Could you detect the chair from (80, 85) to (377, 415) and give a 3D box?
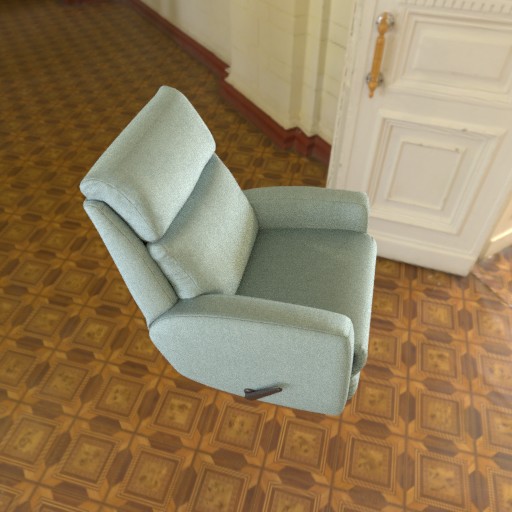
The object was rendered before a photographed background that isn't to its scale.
[{"bbox_3d":[0.000,0.000,1.698,0.940,1.013,0.812,10,47,10],"label":"chair"}]
